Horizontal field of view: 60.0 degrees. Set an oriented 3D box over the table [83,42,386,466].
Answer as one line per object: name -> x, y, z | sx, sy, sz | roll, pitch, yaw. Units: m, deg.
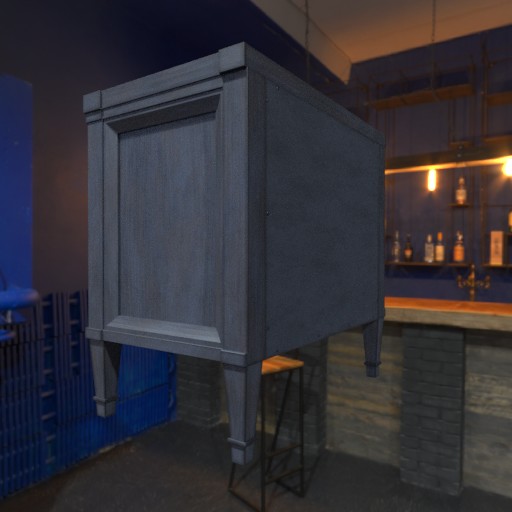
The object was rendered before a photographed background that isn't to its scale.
table -> 0.000, 0.000, 1.066 | 0.413, 0.660, 0.660 | 0, 1, 35
